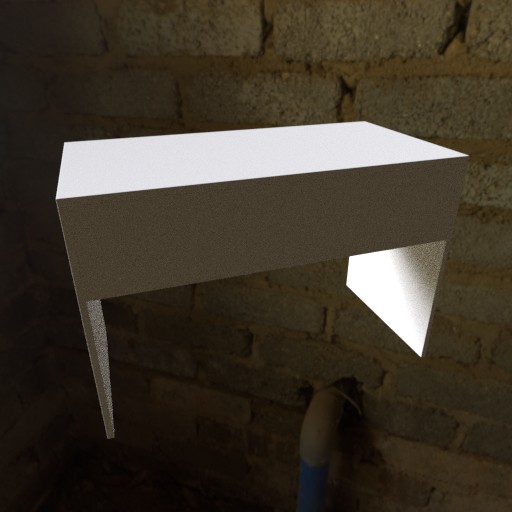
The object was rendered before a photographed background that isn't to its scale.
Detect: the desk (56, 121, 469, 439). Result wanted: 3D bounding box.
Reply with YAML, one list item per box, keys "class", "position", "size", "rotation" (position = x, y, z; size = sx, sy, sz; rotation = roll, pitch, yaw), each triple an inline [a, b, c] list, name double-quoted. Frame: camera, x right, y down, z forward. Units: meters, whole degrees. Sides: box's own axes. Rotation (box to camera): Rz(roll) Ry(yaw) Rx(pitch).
- class: "desk"
  position: [0.000, 0.000, 1.508]
  size: [1.100, 0.730, 0.560]
  rotation: [-9, 29, -17]
